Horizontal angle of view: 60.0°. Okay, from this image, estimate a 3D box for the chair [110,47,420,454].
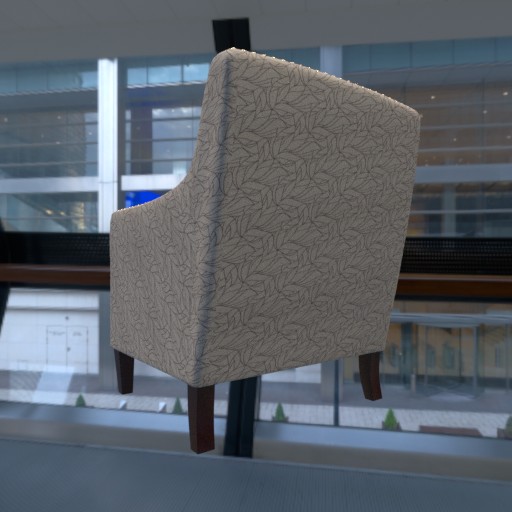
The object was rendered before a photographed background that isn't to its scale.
[{"bbox_3d":[0.000,0.000,1.251,0.623,0.816,0.651,0,0,-37],"label":"chair"}]
